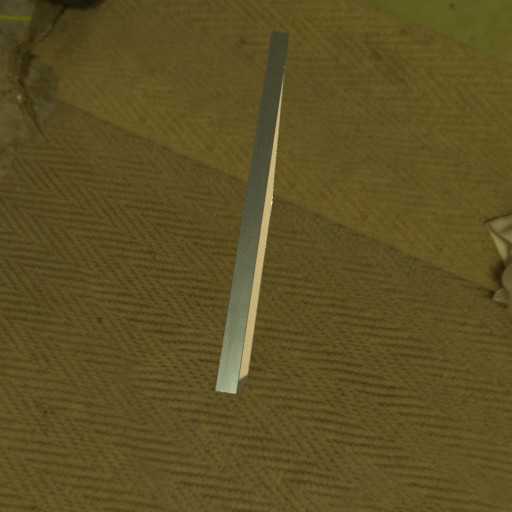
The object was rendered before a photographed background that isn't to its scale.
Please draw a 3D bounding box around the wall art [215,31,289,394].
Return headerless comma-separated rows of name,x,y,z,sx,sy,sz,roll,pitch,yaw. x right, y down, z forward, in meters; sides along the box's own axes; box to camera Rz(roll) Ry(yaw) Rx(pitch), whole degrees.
wall art,0.000,0.000,1.439,0.041,1.062,0.803,8,76,2
